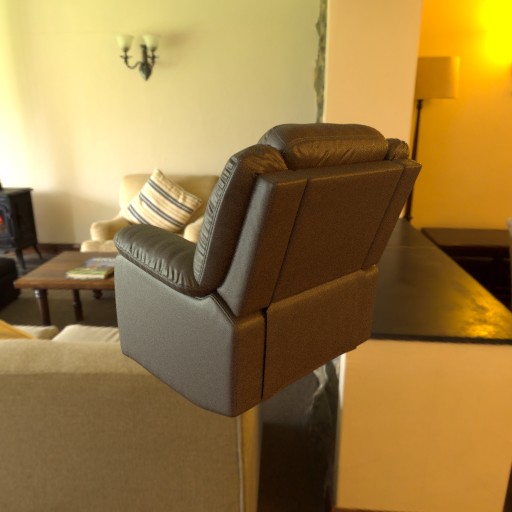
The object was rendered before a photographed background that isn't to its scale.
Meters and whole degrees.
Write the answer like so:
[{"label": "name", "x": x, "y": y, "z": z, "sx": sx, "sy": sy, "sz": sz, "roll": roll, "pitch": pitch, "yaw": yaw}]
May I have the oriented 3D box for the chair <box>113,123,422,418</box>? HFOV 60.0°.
[{"label": "chair", "x": 0.000, "y": 0.000, "z": 1.758, "sx": 0.899, "sy": 1.009, "sz": 0.934, "roll": -15, "pitch": 22, "yaw": -42}]
